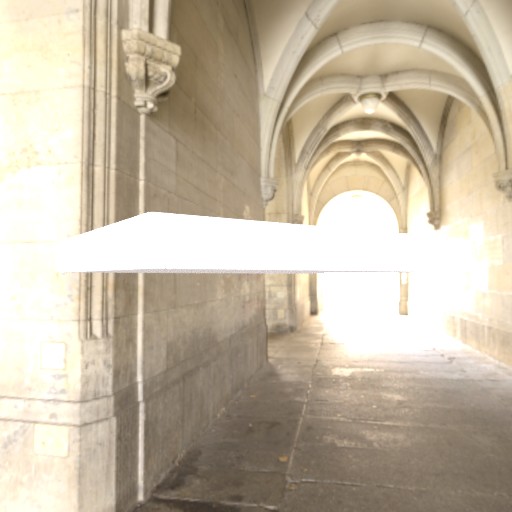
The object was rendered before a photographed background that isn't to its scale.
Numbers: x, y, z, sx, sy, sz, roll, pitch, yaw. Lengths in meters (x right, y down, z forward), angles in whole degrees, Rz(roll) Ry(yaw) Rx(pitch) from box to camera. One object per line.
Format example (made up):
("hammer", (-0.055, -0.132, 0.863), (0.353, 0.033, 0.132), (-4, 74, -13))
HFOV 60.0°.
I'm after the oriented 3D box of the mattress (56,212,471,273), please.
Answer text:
("mattress", (0.000, 0.000, 2.725), (2.000, 0.200, 1.600), (2, -3, -34))
